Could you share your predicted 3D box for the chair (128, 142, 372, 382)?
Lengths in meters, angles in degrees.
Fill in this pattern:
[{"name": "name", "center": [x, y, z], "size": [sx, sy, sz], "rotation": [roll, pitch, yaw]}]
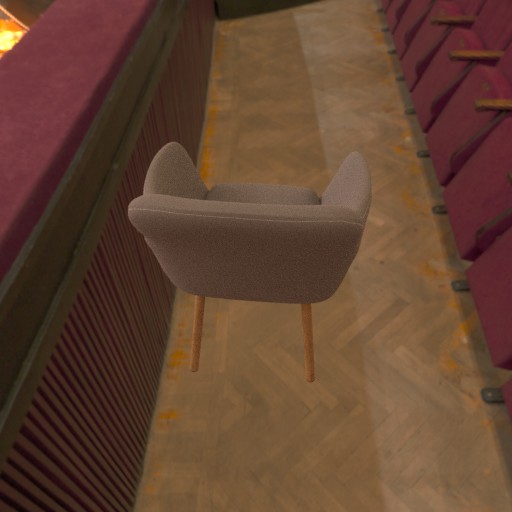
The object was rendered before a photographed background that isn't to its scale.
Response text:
[{"name": "chair", "center": [0.000, 0.000, 1.246], "size": [0.570, 0.830, 0.590], "rotation": [4, 47, 4]}]
